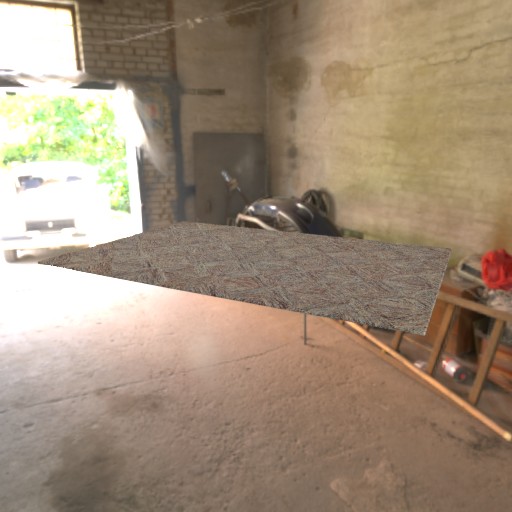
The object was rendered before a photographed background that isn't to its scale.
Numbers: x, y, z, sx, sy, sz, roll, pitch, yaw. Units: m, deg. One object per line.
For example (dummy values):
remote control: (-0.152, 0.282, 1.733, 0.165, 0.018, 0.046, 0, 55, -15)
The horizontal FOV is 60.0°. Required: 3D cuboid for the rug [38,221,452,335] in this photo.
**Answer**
rug: (0.000, 0.000, 2.924, 2.285, 0.019, 1.523, 8, 17, 26)
